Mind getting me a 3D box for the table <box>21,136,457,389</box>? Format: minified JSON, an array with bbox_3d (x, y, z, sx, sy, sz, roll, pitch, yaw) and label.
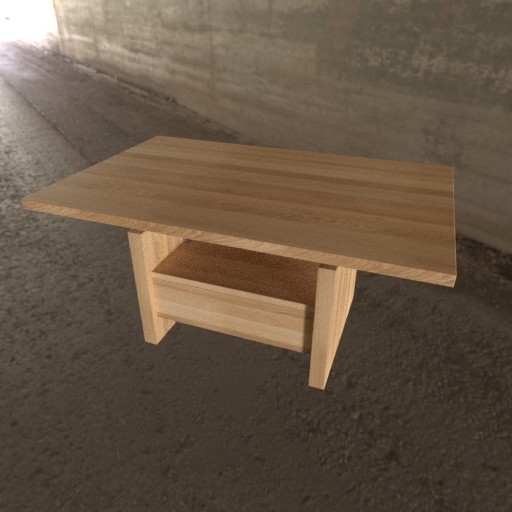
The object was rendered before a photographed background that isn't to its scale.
[{"bbox_3d":[0.000,0.000,1.445,1.100,0.510,0.700,11,32,18],"label":"table"}]
